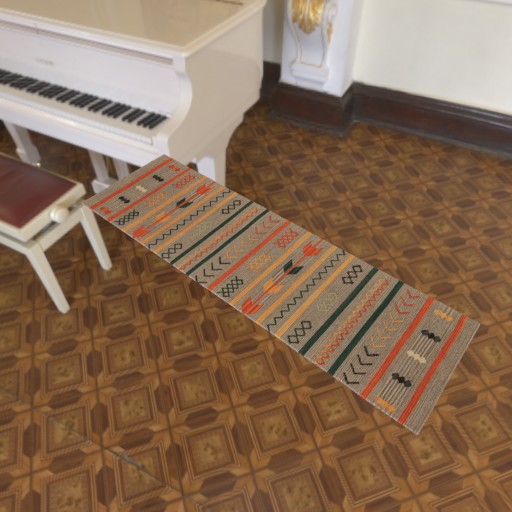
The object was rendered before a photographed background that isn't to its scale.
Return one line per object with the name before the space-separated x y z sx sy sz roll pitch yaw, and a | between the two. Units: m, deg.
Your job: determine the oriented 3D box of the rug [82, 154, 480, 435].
rug | 0.000 0.000 2.629 2.419 0.022 0.744 31 54 26
